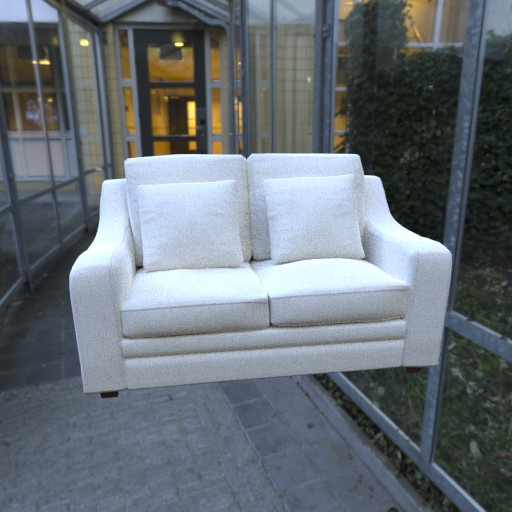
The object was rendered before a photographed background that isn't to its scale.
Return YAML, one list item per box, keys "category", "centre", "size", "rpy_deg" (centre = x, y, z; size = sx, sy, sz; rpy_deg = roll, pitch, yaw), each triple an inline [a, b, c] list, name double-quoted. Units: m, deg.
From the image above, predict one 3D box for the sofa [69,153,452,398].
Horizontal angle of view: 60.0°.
- category: "sofa"
  centre: [0.000, 0.000, 2.392]
  size: [1.744, 1.047, 1.040]
  rpy_deg: [-2, 17, -8]
